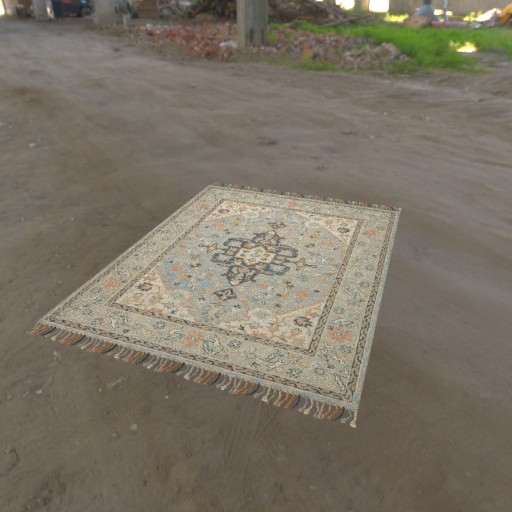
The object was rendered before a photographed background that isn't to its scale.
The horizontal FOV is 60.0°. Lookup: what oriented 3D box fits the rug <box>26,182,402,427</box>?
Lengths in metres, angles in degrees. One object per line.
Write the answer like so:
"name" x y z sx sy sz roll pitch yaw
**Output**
"rug" 0.000 0.000 2.223 1.278 0.009 1.730 11 32 17
